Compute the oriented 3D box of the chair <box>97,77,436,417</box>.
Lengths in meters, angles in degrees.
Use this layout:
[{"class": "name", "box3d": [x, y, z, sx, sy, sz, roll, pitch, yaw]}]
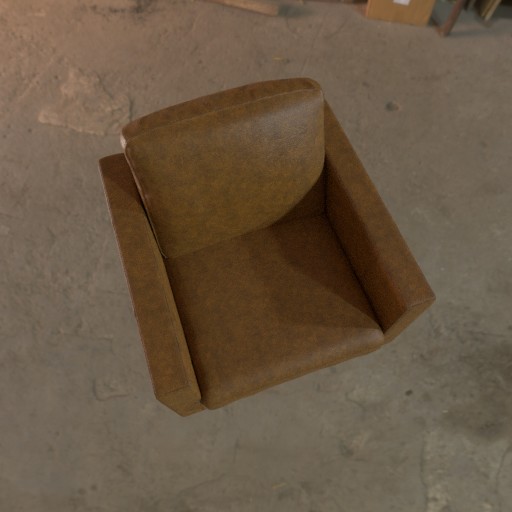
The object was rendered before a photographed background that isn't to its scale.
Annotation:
[{"class": "chair", "box3d": [0.000, 0.000, 1.644, 0.890, 0.956, 0.909, -18, 66, -8]}]
